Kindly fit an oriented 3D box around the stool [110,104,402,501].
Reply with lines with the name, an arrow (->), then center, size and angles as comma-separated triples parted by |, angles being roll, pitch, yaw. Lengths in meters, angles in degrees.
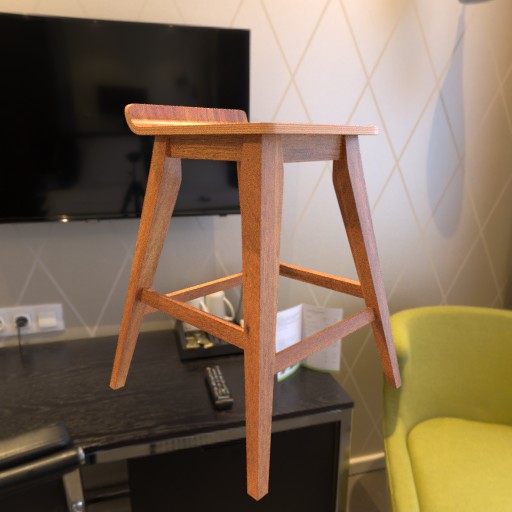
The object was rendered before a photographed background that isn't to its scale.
stool -> 0.000, 0.000, 0.991 | 0.500, 0.650, 0.500 | 14, 20, 43
